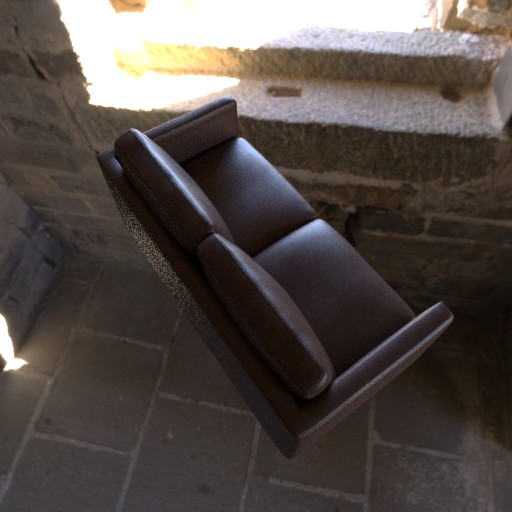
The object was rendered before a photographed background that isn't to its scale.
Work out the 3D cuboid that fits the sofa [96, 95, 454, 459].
[{"bbox_3d":[0.000,0.000,2.505,0.951,0.933,1.883,-31,64,-18],"label":"sofa"}]
